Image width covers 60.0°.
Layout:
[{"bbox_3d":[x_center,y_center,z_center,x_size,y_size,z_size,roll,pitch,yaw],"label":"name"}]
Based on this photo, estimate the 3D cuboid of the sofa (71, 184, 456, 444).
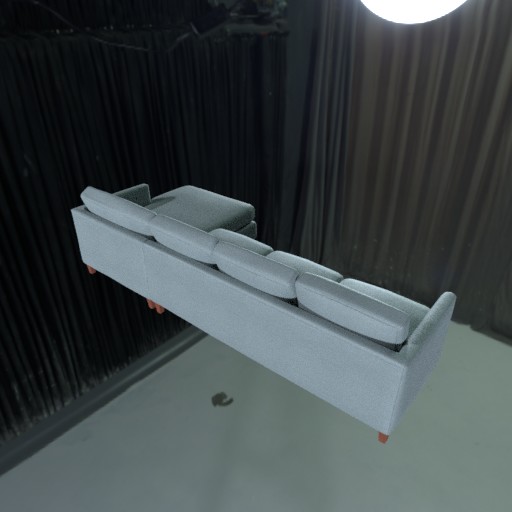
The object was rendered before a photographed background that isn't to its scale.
[{"bbox_3d":[0.000,0.000,4.092,3.471,0.950,1.604,22,37,32],"label":"sofa"}]
